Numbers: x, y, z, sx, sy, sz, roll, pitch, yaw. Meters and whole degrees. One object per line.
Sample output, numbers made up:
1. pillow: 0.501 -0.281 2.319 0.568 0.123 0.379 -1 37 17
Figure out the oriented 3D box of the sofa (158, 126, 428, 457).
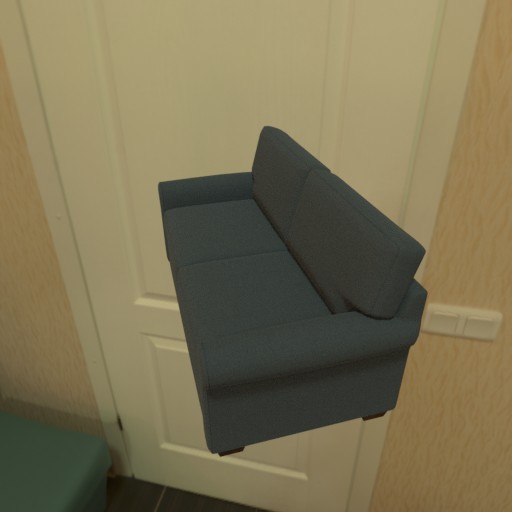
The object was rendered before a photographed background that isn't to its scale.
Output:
1. sofa: 0.000 0.000 2.575 0.940 1.020 1.930 -8 32 -13
